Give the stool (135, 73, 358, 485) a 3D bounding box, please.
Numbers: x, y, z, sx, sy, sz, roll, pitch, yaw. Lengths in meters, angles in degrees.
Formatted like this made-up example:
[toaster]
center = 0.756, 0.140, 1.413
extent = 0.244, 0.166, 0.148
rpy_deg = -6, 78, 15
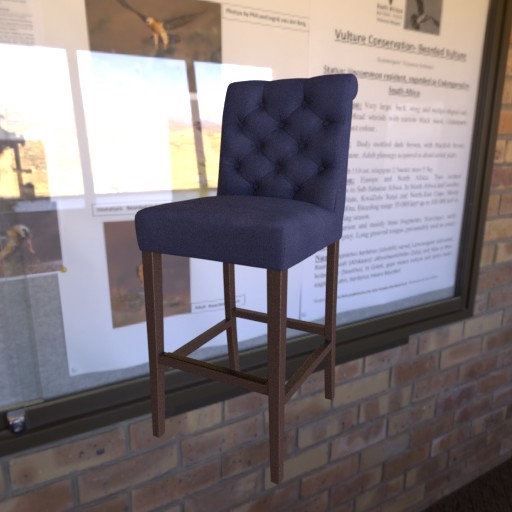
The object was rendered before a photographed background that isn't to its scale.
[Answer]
[stool]
center = 0.000, 0.000, 1.439
extent = 0.493, 1.140, 0.601
rpy_deg = 8, 16, 27
